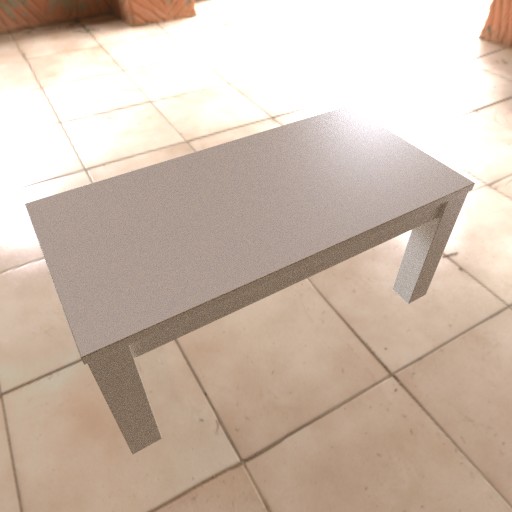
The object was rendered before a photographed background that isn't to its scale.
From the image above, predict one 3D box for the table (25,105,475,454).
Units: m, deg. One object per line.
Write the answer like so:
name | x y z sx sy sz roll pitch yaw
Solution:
table | 0.000 0.000 2.251 1.800 0.790 0.900 -23 49 -21
